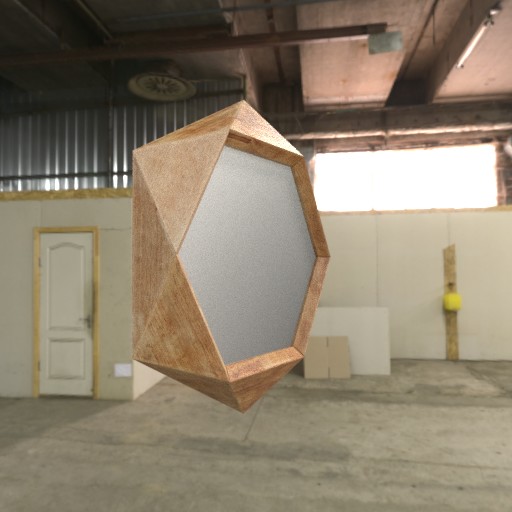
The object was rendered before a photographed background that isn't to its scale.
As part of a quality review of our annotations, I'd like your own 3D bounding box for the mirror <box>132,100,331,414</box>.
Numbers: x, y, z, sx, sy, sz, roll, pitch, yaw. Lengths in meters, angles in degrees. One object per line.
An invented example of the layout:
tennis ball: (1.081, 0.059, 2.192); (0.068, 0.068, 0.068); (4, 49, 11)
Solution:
mirror: (0.000, 0.000, 1.078); (0.091, 0.779, 0.675); (-1, -1, 36)
